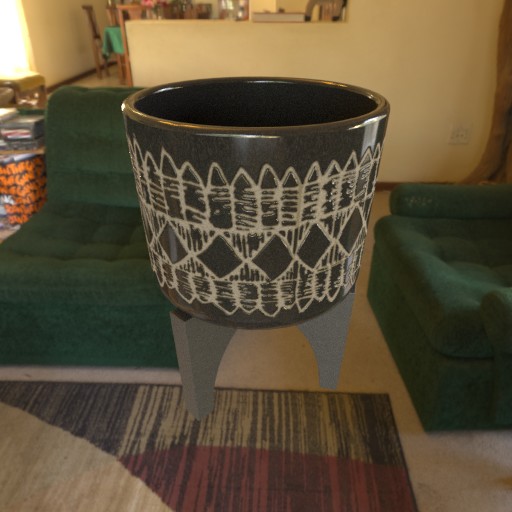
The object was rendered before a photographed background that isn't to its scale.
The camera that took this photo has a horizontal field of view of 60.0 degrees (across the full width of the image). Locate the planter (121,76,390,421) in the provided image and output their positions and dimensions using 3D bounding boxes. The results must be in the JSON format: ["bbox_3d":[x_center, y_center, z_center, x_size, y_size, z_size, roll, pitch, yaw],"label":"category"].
[{"bbox_3d":[0.000,0.000,0.514,0.251,0.355,0.251,-8,31,-14],"label":"planter"}]
